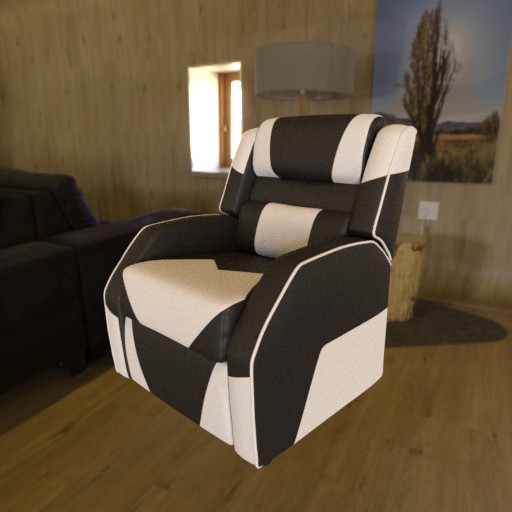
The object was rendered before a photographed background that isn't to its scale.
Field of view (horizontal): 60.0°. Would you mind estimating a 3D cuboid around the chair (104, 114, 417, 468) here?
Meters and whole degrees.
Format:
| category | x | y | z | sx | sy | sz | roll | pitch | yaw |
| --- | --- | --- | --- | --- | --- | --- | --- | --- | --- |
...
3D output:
| category | x | y | z | sx | sy | sz | roll | pitch | yaw |
| --- | --- | --- | --- | --- | --- | --- | --- | --- | --- |
| chair | 0.000 | 0.000 | 1.292 | 0.620 | 0.805 | 0.672 | 14 | 20 | 42 |
